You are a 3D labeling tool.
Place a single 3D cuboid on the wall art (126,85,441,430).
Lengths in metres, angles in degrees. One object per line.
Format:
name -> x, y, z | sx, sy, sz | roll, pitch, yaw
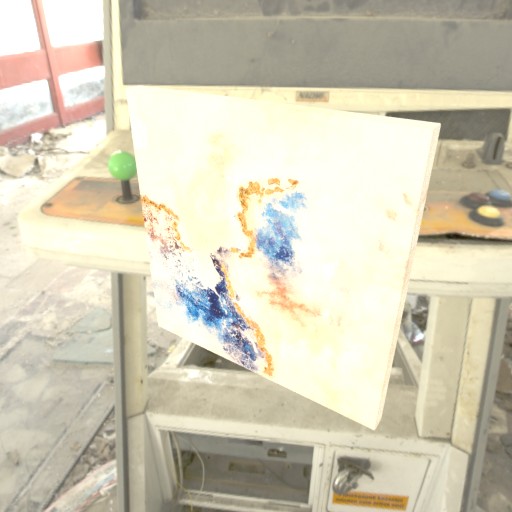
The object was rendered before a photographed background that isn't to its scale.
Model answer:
wall art -> 0.000, 0.000, 1.592 | 1.061, 1.061, 0.071 | 18, 34, 29
